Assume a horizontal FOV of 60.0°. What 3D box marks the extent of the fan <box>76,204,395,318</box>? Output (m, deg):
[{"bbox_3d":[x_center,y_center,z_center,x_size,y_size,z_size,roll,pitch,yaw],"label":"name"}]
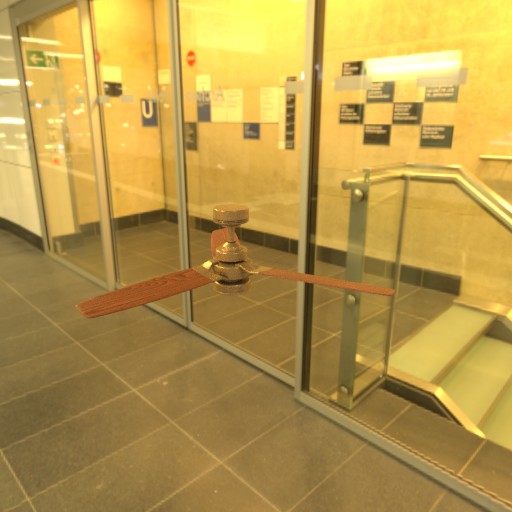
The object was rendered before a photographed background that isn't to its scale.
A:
[{"bbox_3d":[0.000,0.000,2.095,1.271,0.425,1.416,8,19,25],"label":"fan"}]
